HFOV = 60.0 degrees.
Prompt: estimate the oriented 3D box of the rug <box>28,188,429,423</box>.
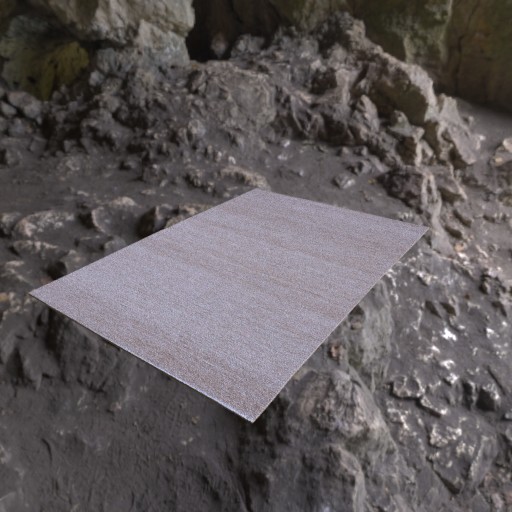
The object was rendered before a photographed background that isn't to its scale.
[{"bbox_3d":[0.000,0.000,2.943,1.596,0.030,2.283,19,33,31],"label":"rug"}]
